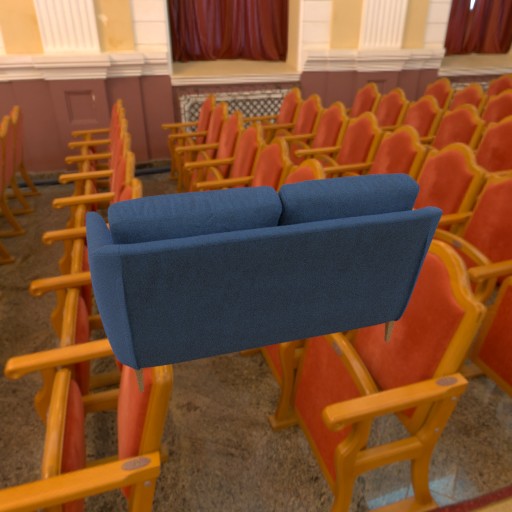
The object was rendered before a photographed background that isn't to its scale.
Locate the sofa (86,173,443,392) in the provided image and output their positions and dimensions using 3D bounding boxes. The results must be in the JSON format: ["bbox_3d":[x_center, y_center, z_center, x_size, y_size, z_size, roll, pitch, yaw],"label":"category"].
[{"bbox_3d":[0.000,0.000,2.235,1.619,0.902,0.960,-8,28,-15],"label":"sofa"}]
